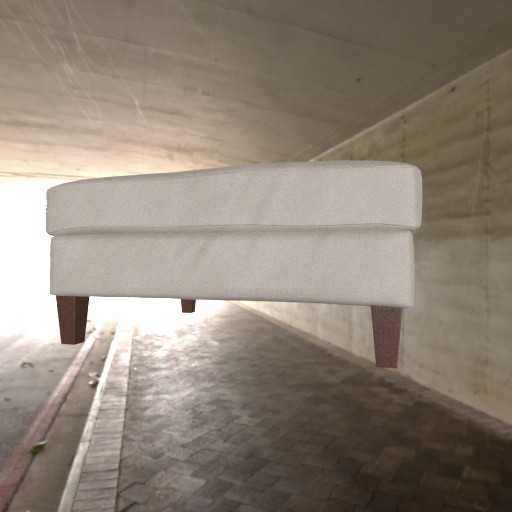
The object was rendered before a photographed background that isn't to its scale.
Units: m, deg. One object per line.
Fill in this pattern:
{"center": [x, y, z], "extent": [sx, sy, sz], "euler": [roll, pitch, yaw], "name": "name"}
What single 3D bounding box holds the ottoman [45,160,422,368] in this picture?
{"center": [0.000, 0.000, 1.465], "extent": [1.002, 0.492, 0.836], "euler": [0, 0, 18], "name": "ottoman"}
